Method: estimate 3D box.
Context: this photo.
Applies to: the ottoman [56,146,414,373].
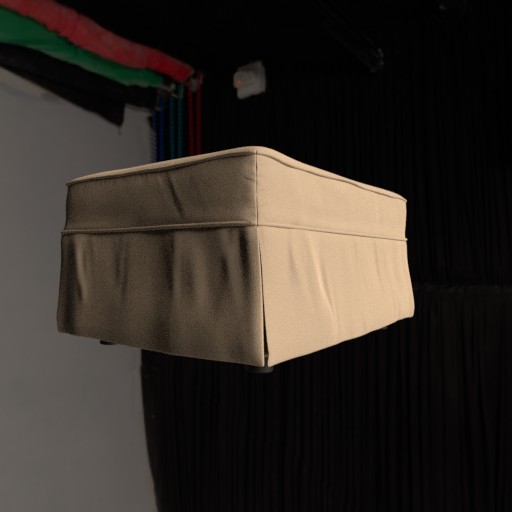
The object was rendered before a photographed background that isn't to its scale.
[{"bbox_3d":[0.000,0.000,1.352,0.721,0.482,0.959,0,0,36],"label":"ottoman"}]
